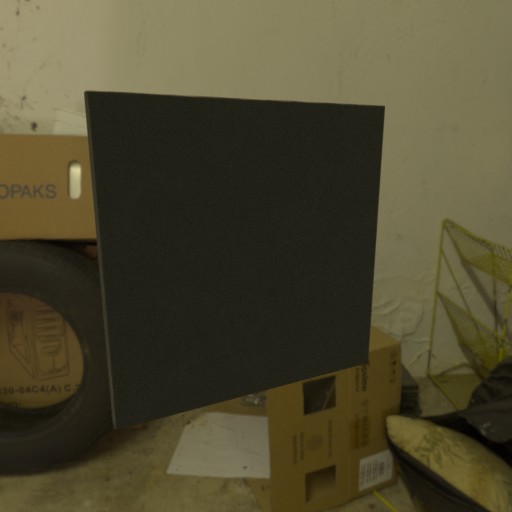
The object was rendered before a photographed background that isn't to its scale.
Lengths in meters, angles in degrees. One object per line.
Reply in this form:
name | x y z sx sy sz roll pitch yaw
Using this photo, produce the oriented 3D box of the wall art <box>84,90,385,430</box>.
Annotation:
wall art | 0.000 0.000 0.454 0.304 0.303 0.015 -7 15 -26
